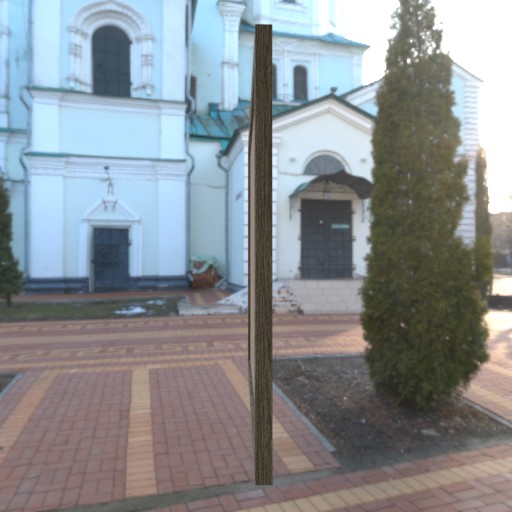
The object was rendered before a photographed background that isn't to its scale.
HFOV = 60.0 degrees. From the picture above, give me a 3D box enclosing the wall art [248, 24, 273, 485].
[{"bbox_3d":[0.000,0.000,0.742,0.019,0.508,0.508,0,-1,-2],"label":"wall art"}]
